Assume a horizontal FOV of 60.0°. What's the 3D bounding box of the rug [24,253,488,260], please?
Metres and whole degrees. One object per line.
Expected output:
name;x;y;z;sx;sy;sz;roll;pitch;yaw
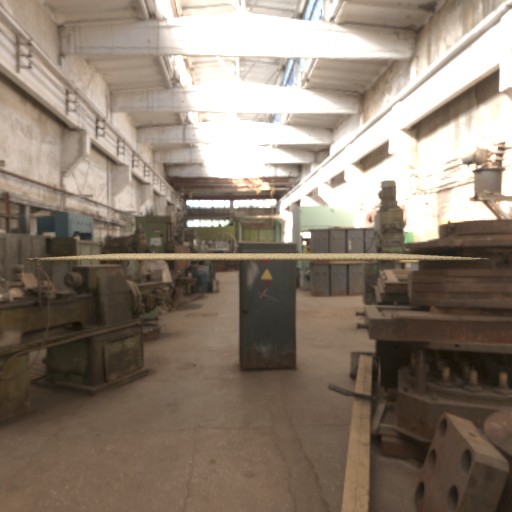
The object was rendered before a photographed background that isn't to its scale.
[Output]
rug;0.000;0.000;3.065;2.435;0.010;1.544;0;1;-1
